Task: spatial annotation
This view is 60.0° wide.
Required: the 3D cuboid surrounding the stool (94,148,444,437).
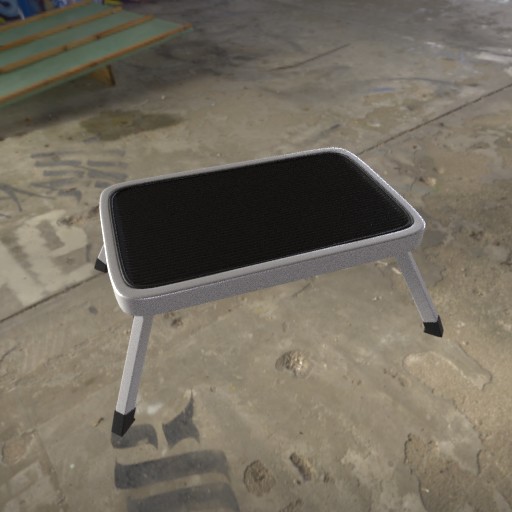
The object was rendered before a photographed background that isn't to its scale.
[{"bbox_3d":[0.000,0.000,0.626,0.460,0.170,0.320,-13,42,-15],"label":"stool"}]
